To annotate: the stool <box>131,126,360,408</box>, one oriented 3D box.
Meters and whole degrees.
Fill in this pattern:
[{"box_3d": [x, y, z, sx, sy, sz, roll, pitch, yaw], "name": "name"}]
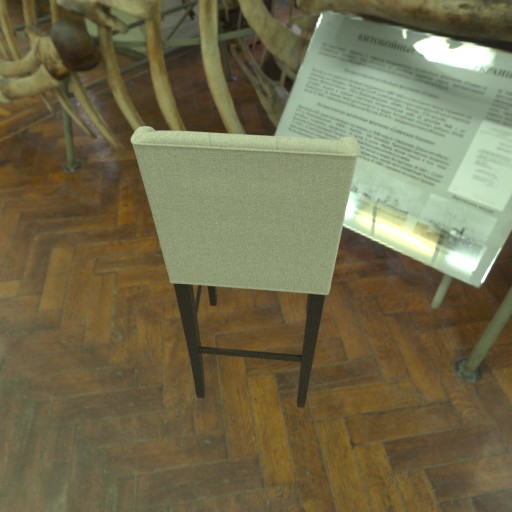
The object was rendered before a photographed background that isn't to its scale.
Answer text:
[{"box_3d": [0.000, 0.000, 1.388, 0.474, 1.116, 0.509, 4, 46, 4], "name": "stool"}]
